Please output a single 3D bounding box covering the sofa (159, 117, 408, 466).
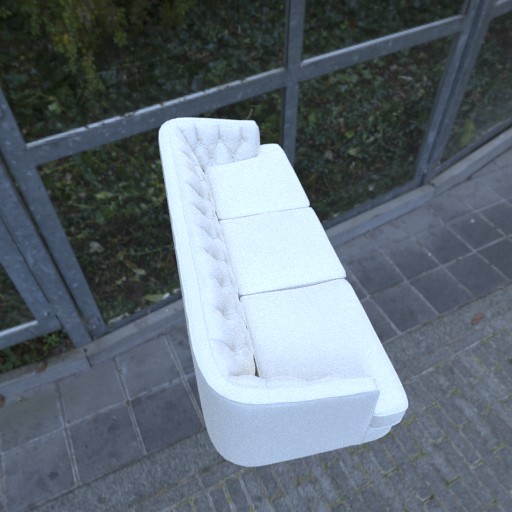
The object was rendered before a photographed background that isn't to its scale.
[{"bbox_3d":[0.000,0.000,2.711,0.941,0.855,2.278,-10,47,-9],"label":"sofa"}]
